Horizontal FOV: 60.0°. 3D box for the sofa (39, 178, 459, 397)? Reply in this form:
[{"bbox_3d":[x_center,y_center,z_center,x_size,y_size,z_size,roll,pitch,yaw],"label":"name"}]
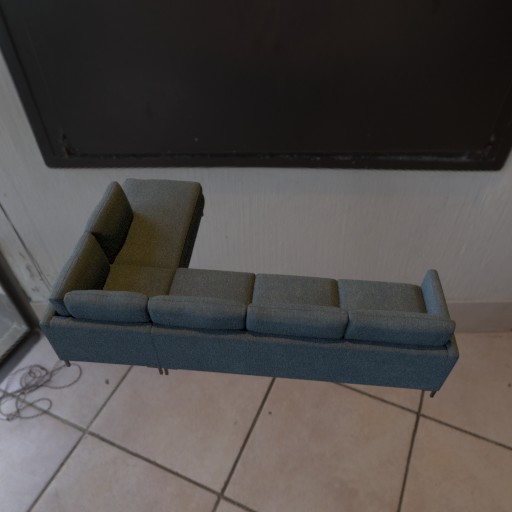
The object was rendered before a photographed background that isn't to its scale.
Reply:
[{"bbox_3d":[0.000,0.000,3.847,2.949,0.815,2.007,4,46,4],"label":"sofa"}]
